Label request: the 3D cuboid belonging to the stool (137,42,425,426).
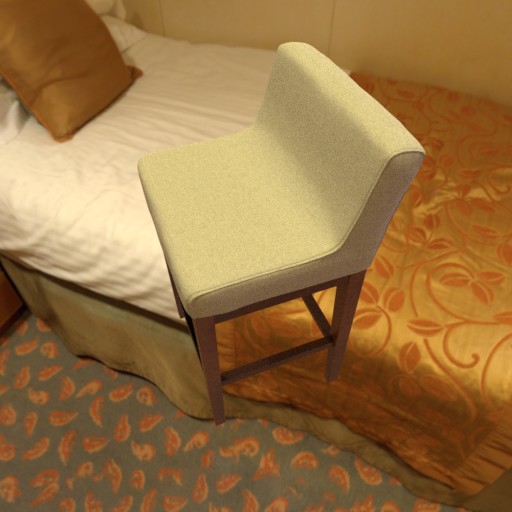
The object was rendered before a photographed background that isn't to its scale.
[{"bbox_3d":[0.000,0.000,1.238,0.500,0.937,0.511,-16,50,-14],"label":"stool"}]
